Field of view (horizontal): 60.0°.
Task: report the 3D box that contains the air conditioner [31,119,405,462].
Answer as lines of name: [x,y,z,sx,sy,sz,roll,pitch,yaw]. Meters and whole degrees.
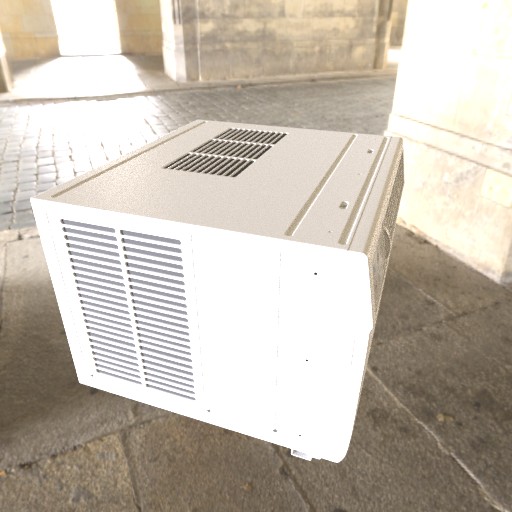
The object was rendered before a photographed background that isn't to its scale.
air conditioner: [0.000,0.000,1.046,0.599,0.455,0.645,10,31,17]
